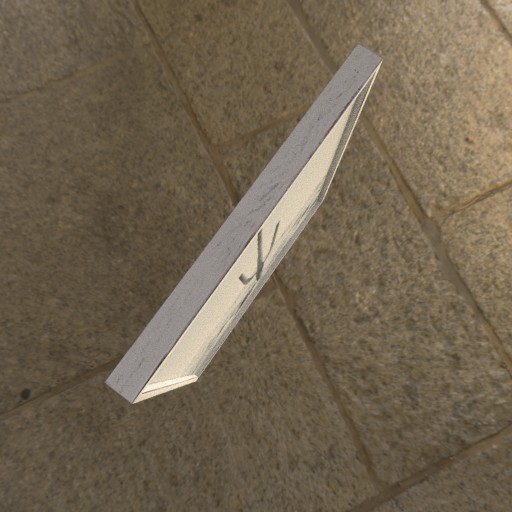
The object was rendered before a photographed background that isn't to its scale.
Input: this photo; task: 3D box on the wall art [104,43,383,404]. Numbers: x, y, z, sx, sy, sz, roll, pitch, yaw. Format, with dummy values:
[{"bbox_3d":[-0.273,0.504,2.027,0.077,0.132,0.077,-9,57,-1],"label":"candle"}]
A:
[{"bbox_3d":[0.000,0.000,0.762,0.038,0.508,0.508,34,79,8],"label":"wall art"}]
